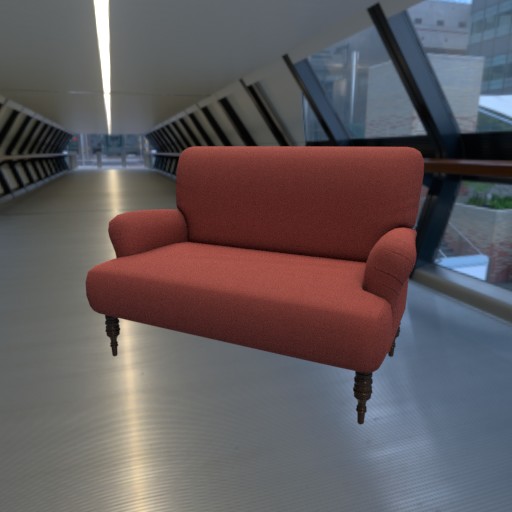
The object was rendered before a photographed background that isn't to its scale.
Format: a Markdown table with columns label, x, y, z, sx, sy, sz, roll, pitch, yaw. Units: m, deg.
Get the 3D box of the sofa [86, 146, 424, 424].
| label | x | y | z | sx | sy | sz | roll | pitch | yaw |
| --- | --- | --- | --- | --- | --- | --- | --- | --- | --- |
| sofa | 0.000 | 0.000 | 1.859 | 1.297 | 0.889 | 0.779 | 7 | 16 | 26 |
